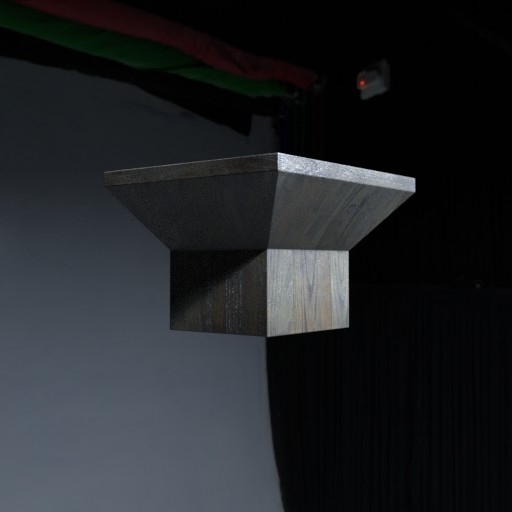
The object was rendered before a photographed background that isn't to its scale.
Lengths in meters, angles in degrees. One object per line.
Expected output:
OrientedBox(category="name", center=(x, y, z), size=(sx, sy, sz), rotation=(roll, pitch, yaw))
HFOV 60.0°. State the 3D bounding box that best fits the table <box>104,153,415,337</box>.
OrientedBox(category="table", center=(0.000, 0.000, 1.640), size=(1.115, 0.488, 0.966), rotation=(1, -1, -36))
